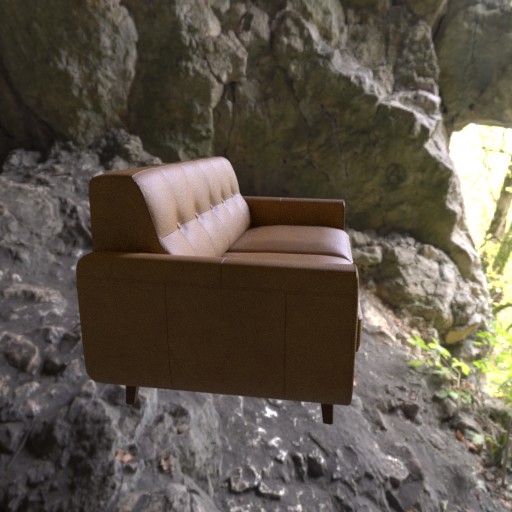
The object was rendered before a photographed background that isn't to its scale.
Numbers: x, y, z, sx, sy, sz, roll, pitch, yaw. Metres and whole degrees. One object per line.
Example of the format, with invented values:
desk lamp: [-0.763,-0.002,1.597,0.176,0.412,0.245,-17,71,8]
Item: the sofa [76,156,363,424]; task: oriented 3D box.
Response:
sofa: [0.000,0.000,2.205,0.952,0.925,1.651,2,15,9]
